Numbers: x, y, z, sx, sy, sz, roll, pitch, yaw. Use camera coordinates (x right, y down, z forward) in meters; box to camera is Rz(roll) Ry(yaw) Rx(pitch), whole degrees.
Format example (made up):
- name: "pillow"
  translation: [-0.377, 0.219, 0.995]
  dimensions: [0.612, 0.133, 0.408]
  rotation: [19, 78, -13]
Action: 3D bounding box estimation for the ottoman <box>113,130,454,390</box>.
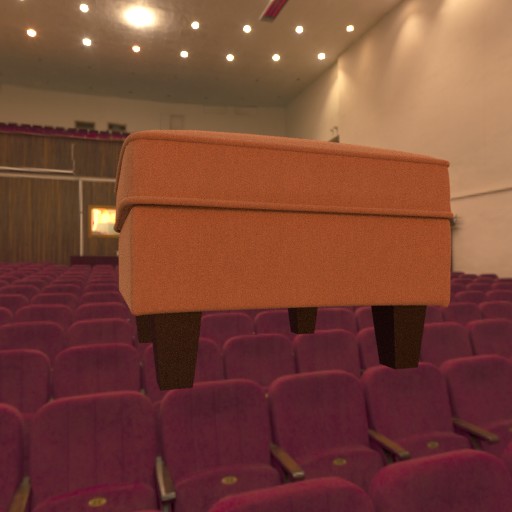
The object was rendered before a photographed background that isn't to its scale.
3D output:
- name: "ottoman"
  translation: [0.000, 0.000, 1.018]
  dimensions: [0.616, 0.438, 0.613]
  rotation: [0, -1, -19]
